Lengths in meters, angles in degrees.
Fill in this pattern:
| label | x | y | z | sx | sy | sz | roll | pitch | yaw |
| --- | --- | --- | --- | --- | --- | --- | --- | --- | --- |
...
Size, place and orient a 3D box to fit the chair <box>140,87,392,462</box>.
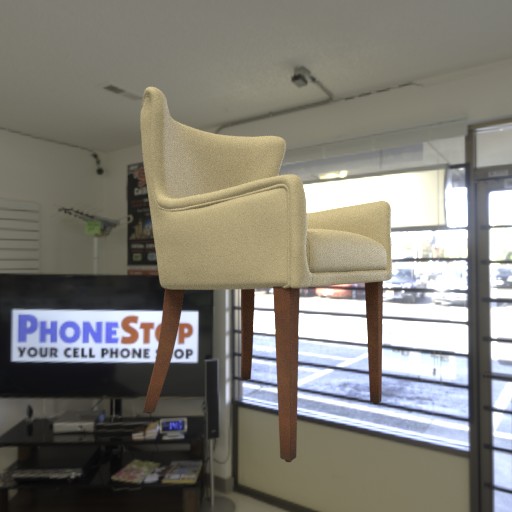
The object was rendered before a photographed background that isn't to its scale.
| label | x | y | z | sx | sy | sz | roll | pitch | yaw |
| --- | --- | --- | --- | --- | --- | --- | --- | --- | --- |
| chair | 0.000 | 0.000 | 1.405 | 0.686 | 0.952 | 0.660 | -1 | -1 | 37 |
